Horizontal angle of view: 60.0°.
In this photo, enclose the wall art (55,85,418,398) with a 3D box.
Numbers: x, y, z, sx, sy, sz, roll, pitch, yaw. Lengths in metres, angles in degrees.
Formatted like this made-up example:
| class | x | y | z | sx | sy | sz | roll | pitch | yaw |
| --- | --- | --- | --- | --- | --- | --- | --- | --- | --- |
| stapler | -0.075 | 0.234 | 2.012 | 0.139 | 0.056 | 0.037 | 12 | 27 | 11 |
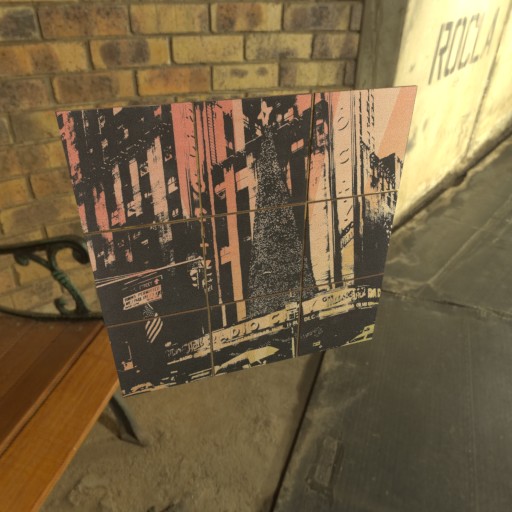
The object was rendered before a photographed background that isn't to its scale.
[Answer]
| class | x | y | z | sx | sy | sz | roll | pitch | yaw |
| --- | --- | --- | --- | --- | --- | --- | --- | --- | --- |
| wall art | 0.000 | 0.000 | 1.328 | 0.919 | 0.917 | 0.010 | -10 | 33 | -15 |
